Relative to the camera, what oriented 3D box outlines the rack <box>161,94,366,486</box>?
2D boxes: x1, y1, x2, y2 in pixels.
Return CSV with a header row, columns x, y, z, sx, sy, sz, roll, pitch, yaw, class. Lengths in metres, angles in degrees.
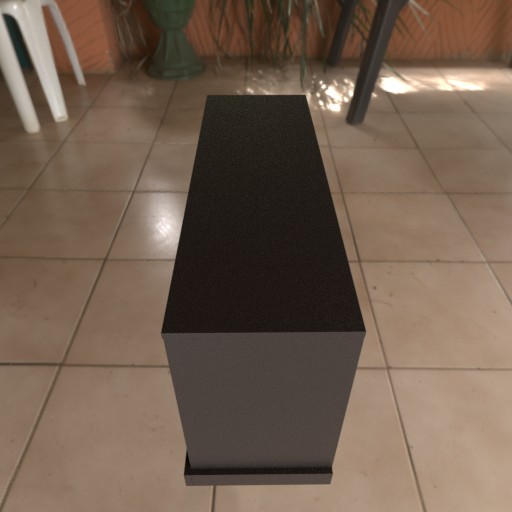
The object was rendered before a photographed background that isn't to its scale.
x,y,z,sx,sy,sz,roll,pitch,yaw,class
0.000,0.000,1.476,0.399,0.635,1.206,0,41,0,rack
